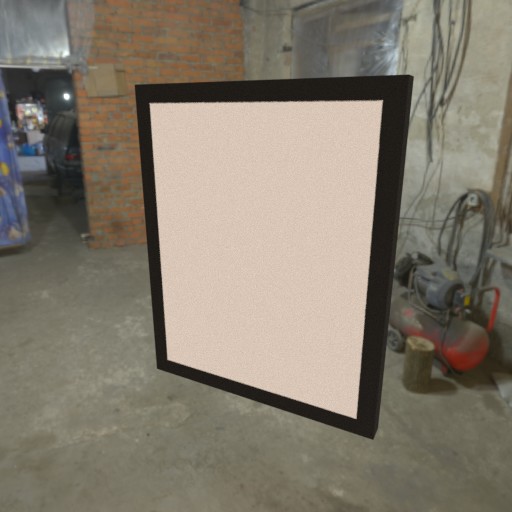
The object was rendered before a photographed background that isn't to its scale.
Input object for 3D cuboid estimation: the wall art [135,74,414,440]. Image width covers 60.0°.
[{"bbox_3d":[0.000,0.000,0.549,0.329,0.404,0.024,9,20,27],"label":"wall art"}]
